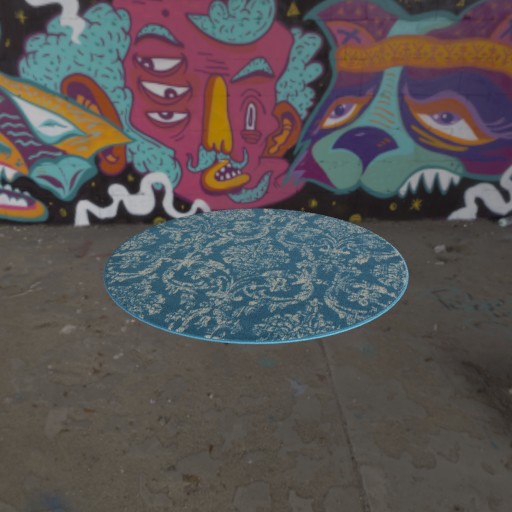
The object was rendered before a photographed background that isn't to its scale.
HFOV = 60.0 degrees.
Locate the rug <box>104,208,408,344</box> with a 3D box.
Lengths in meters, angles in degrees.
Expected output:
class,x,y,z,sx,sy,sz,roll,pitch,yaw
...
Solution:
class,x,y,z,sx,sy,sz,roll,pitch,yaw
rug,0.000,0.000,2.425,1.593,0.012,1.593,0,25,0
